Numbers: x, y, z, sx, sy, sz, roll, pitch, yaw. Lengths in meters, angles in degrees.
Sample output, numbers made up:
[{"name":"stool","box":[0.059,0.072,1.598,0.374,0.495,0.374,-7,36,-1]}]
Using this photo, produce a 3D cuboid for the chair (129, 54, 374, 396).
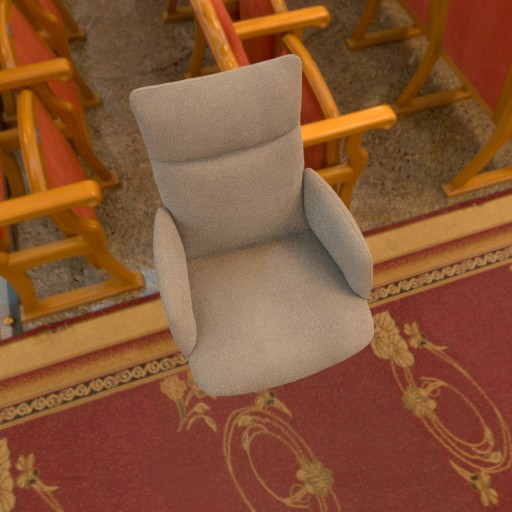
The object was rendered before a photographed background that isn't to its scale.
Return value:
[{"name":"chair","box":[0.000,0.000,1.616,0.711,1.016,0.889,-16,64,-8]}]
